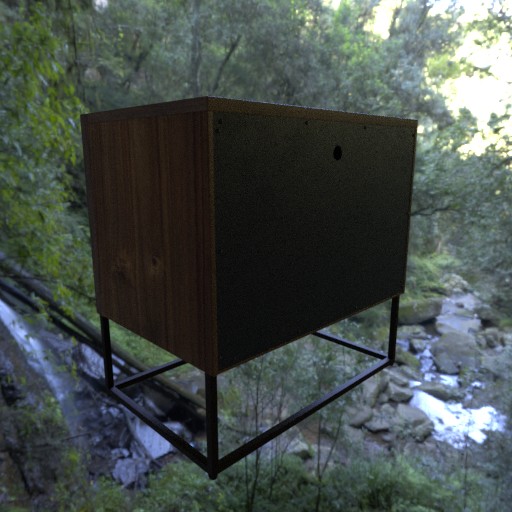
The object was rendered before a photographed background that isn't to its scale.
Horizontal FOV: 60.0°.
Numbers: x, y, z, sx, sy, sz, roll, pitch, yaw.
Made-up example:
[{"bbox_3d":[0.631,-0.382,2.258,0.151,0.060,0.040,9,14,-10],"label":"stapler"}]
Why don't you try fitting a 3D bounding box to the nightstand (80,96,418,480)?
[{"bbox_3d":[0.000,0.000,1.021,0.610,0.610,0.437,-12,18,-43],"label":"nightstand"}]
